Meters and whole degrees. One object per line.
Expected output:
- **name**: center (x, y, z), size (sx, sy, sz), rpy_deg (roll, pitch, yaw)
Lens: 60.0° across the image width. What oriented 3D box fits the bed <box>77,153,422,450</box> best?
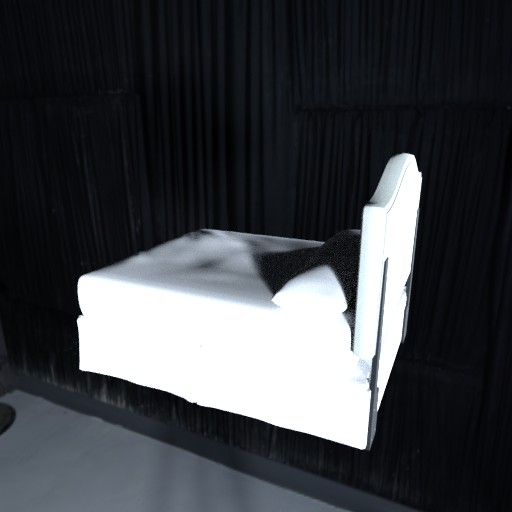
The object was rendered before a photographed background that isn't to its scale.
- **bed**: center (0.000, 0.000, 3.435), size (2.180, 1.607, 1.813), rpy_deg (8, 18, 24)
